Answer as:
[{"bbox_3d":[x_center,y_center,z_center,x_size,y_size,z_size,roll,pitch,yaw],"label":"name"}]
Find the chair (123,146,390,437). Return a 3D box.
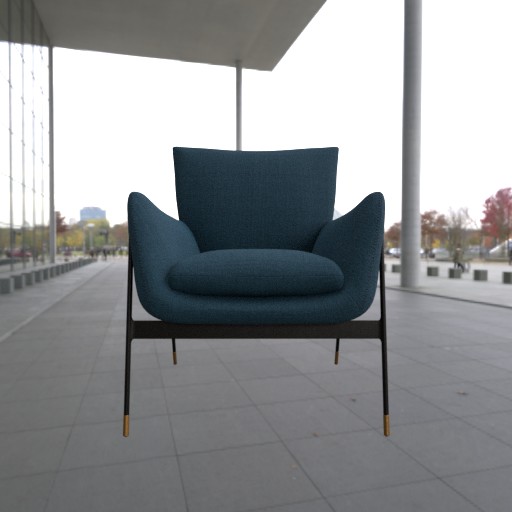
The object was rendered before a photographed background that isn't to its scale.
[{"bbox_3d":[0.000,0.000,1.421,0.678,0.859,0.769,0,1,0],"label":"chair"}]
